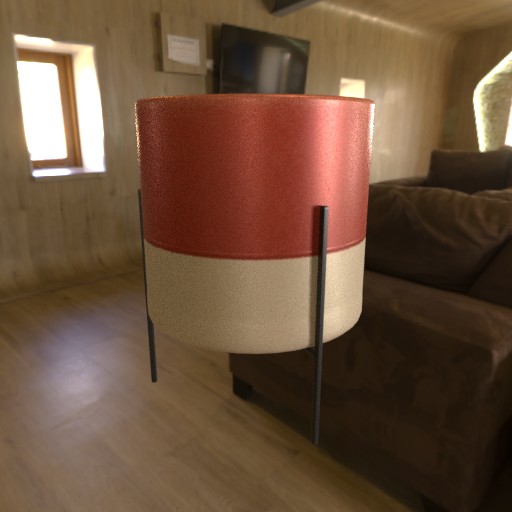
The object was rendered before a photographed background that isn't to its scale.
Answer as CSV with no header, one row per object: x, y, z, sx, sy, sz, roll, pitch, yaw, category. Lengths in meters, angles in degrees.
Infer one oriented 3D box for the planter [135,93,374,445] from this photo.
0.000,0.000,0.710,0.345,0.465,0.354,-8,18,-27,planter
